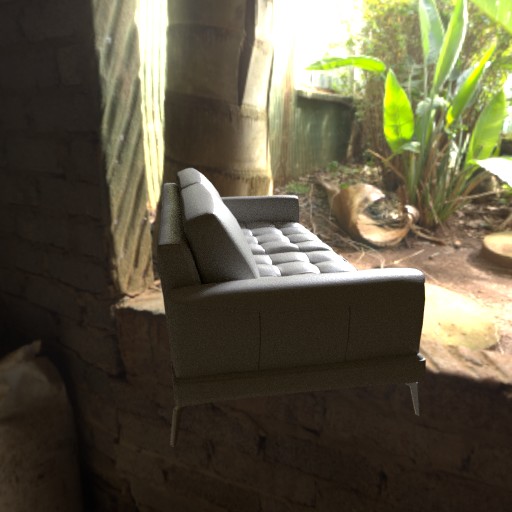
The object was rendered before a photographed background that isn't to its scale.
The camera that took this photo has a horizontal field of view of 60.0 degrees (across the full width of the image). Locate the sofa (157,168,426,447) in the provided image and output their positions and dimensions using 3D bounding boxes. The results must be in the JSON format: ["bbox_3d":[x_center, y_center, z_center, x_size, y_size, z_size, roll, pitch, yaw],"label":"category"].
[{"bbox_3d":[0.000,0.000,2.740,1.121,0.930,2.177,-3,17,-10],"label":"sofa"}]
